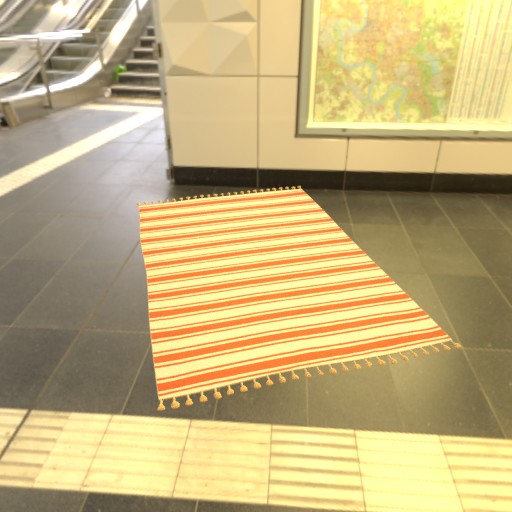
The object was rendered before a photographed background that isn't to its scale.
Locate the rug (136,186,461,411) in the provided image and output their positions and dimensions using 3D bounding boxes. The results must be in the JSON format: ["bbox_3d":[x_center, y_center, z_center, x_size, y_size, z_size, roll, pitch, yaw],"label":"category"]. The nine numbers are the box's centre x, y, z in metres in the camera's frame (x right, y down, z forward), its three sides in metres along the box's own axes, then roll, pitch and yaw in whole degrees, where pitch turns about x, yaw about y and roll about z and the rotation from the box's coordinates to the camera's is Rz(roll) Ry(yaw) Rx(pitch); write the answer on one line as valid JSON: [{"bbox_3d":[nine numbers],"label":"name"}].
[{"bbox_3d":[0.000,0.000,3.130,1.556,0.022,2.433,-8,31,-13],"label":"rug"}]
